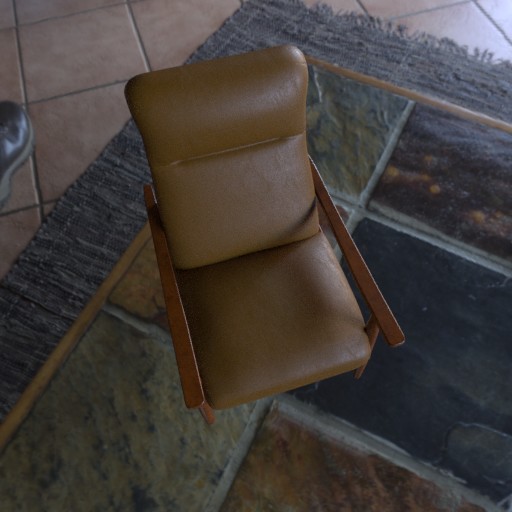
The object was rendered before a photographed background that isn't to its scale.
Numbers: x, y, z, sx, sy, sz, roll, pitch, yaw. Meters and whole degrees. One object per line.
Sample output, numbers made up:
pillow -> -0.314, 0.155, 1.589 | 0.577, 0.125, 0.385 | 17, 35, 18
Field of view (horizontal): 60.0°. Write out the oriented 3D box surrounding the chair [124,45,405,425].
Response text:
chair -> 0.000, 0.000, 1.749 | 0.762, 1.082, 1.014 | -15, 63, -8
